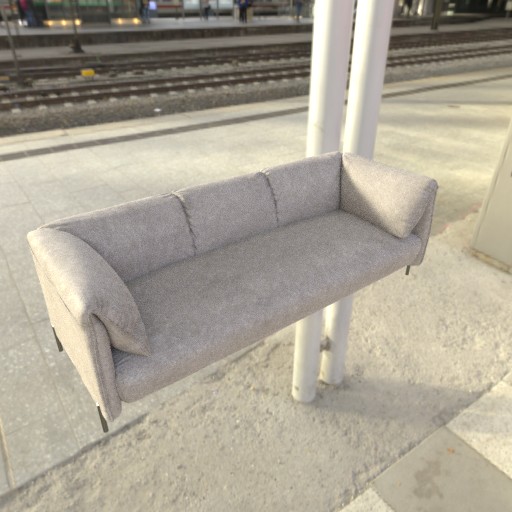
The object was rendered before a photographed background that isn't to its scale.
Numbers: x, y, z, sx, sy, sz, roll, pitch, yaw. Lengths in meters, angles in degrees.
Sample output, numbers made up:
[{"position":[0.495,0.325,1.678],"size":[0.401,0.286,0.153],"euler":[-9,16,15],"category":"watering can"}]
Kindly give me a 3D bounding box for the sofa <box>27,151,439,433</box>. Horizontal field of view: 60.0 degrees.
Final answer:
[{"position":[0.000,0.000,2.611],"size":[2.238,0.758,0.899],"euler":[-21,36,-32],"category":"sofa"}]
